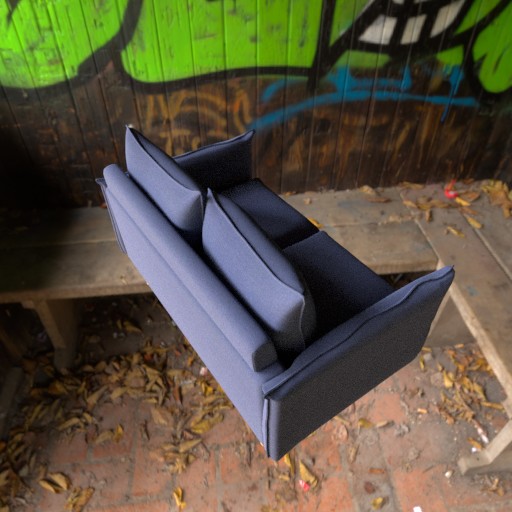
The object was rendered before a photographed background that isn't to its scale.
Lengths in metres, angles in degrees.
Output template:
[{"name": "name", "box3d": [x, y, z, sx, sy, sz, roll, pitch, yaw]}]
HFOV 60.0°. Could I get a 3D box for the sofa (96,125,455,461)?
[{"name": "sofa", "box3d": [0.000, 0.000, 1.839, 0.820, 0.840, 1.300, -25, 48, -25]}]
